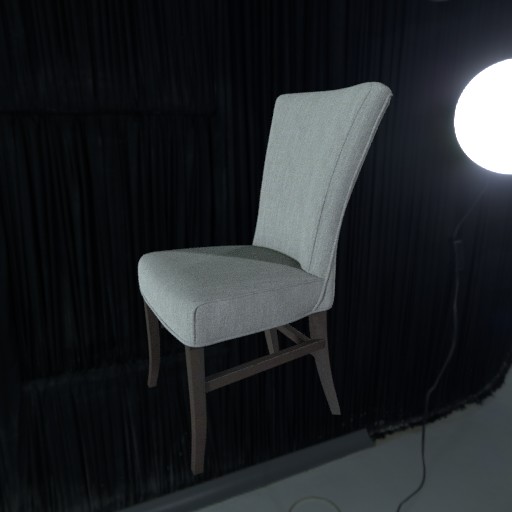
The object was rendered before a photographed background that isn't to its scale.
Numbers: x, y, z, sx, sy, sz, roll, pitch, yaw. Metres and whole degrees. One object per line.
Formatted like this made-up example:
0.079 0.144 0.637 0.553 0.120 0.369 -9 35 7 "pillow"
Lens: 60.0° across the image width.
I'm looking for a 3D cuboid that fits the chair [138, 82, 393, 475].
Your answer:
0.000 0.000 1.371 0.660 0.991 0.520 -8 17 -26 "chair"
